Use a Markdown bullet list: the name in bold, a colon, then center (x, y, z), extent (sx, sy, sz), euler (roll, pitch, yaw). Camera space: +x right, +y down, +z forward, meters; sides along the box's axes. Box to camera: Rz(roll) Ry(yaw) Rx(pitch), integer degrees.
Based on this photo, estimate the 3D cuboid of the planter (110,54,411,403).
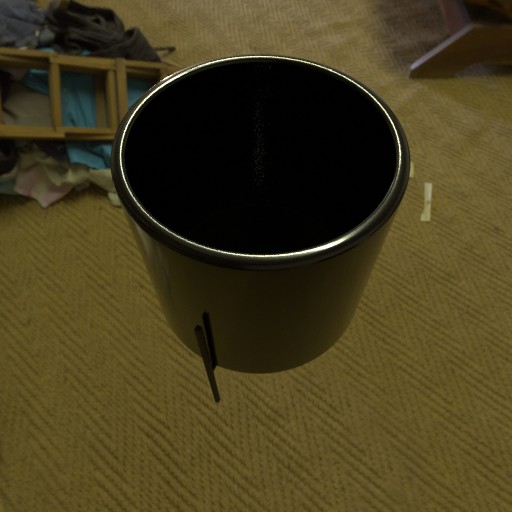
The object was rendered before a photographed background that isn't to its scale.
- **planter**: center (0.000, 0.000, 0.627), extent (0.310, 0.432, 0.310), euler (35, 64, 20)
